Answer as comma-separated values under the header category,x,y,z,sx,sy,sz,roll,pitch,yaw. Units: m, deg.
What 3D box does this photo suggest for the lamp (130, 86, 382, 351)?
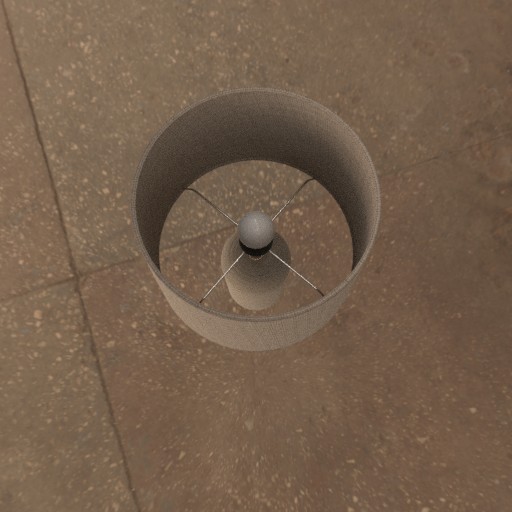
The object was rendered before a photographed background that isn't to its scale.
category,x,y,z,sx,sy,sz,roll,pitch,yaw
lamp,0.000,0.000,0.858,0.367,0.609,0.367,0,75,0
